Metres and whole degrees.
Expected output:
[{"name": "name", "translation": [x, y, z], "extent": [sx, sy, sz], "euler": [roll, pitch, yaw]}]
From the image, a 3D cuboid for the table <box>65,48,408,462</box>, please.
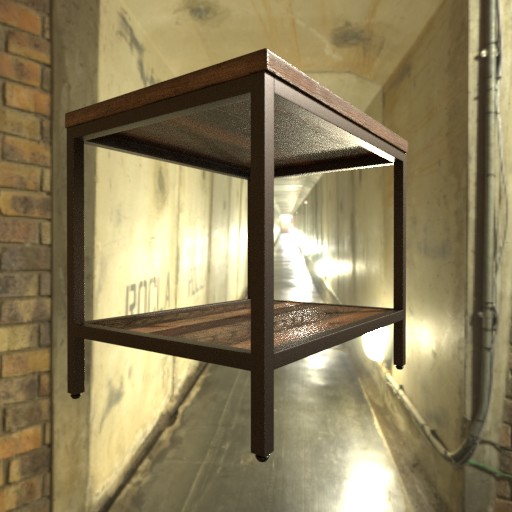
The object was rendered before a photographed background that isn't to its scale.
[{"name": "table", "translation": [0.000, 0.000, 1.074], "extent": [0.524, 0.612, 0.678], "euler": [0, 1, 36]}]
